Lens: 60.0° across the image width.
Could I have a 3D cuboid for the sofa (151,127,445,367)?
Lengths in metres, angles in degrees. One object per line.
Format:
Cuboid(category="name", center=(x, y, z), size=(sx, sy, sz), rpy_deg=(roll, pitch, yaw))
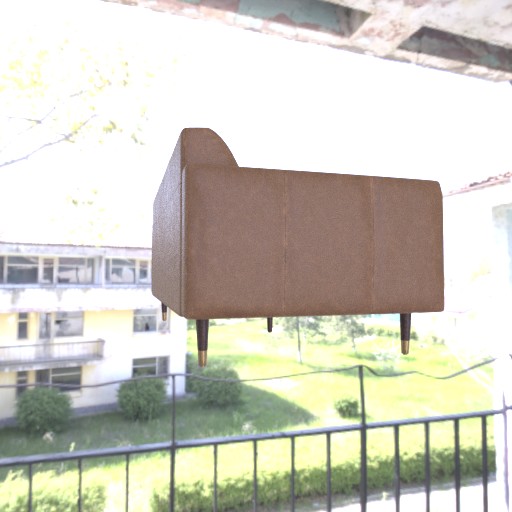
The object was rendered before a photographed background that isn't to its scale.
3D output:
Cuboid(category="sofa", center=(0.000, 0.000, 2.371), size=(0.993, 0.821, 1.847), rpy_deg=(1, -2, -16))
